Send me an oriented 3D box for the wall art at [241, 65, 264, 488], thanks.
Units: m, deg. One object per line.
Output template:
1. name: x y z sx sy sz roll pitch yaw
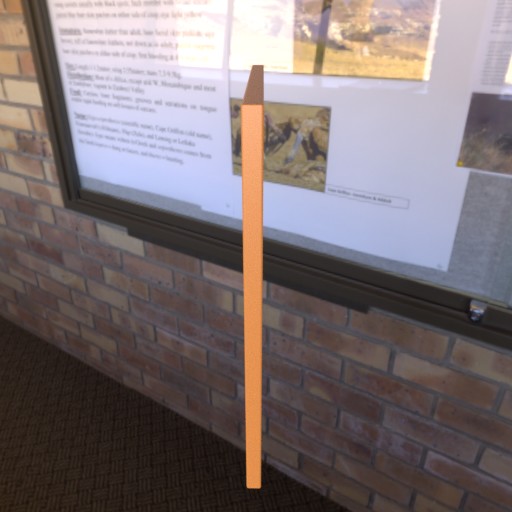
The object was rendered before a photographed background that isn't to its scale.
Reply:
1. wall art: 0.000 0.000 0.506 0.015 0.379 0.310 0 28 1
